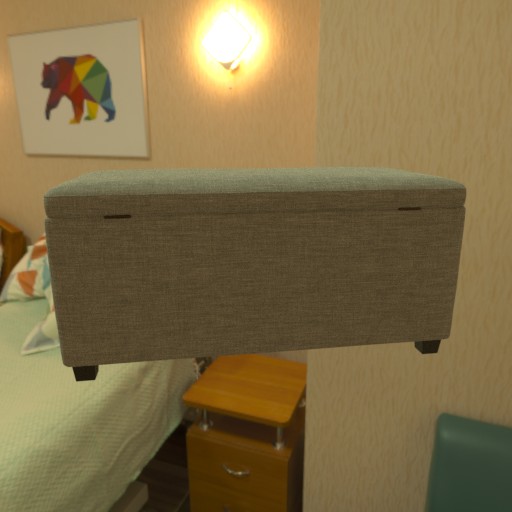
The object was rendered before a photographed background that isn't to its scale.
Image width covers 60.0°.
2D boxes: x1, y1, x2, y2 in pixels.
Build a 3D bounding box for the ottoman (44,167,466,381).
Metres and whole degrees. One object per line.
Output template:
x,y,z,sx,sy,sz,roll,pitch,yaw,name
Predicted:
0.000,0.000,1.132,0.902,0.432,0.419,-2,16,-9,ottoman
